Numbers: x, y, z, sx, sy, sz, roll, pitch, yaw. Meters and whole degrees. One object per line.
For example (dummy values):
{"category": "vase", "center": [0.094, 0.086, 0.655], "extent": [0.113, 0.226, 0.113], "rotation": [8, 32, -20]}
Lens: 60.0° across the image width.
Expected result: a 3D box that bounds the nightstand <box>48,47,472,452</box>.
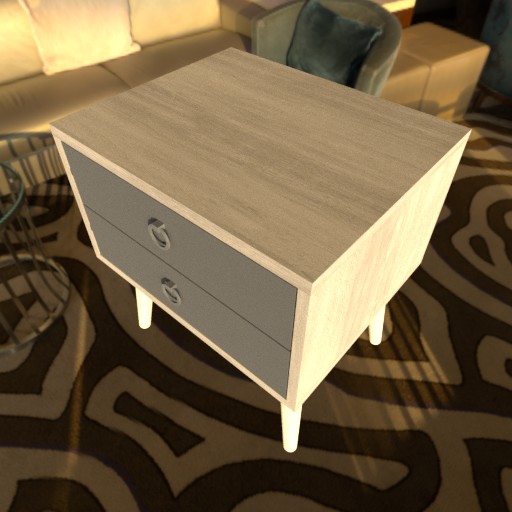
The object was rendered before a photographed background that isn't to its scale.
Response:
{"category": "nightstand", "center": [0.000, 0.000, 0.785], "extent": [0.450, 0.500, 0.380], "rotation": [32, 53, 27]}
